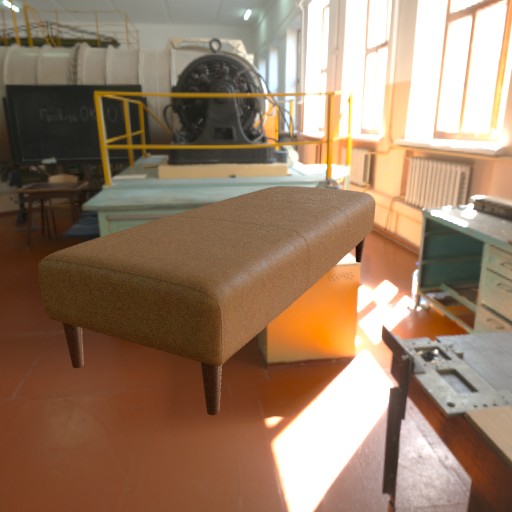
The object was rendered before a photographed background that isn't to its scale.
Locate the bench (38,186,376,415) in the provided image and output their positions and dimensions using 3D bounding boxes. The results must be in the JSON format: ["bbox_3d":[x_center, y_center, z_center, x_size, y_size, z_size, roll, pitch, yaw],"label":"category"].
[{"bbox_3d":[0.000,0.000,1.871,0.653,0.399,1.610,9,19,26],"label":"bench"}]
